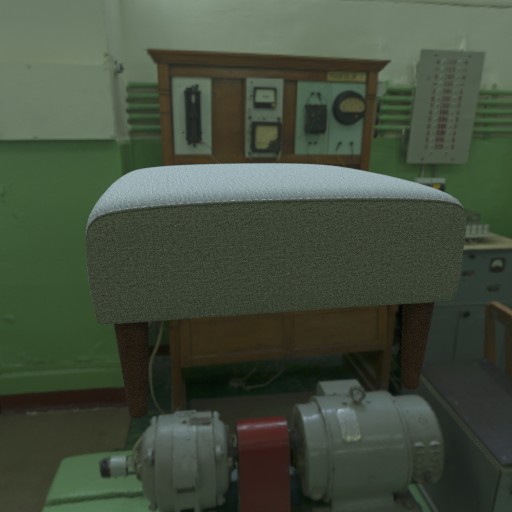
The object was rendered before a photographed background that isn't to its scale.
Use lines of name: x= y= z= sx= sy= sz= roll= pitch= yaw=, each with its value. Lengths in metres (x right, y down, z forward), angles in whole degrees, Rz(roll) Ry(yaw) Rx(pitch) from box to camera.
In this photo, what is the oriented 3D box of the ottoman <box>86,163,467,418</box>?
ottoman: x=0.000 y=0.000 z=1.034 sx=0.649 sy=0.398 sz=0.650 roll=-3 pitch=16 yaw=-10
